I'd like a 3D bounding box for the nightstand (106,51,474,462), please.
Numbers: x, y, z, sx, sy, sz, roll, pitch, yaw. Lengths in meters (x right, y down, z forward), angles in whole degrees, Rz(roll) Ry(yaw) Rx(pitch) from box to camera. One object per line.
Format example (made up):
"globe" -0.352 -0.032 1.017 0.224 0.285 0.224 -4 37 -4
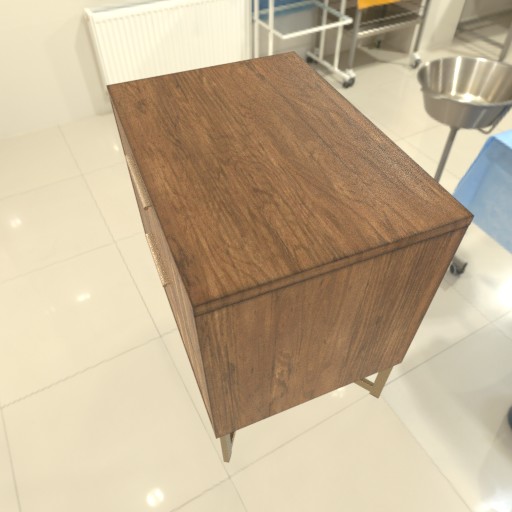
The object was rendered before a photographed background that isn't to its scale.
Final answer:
"nightstand" 0.000 0.000 1.009 0.446 0.610 0.610 -17 50 -15
